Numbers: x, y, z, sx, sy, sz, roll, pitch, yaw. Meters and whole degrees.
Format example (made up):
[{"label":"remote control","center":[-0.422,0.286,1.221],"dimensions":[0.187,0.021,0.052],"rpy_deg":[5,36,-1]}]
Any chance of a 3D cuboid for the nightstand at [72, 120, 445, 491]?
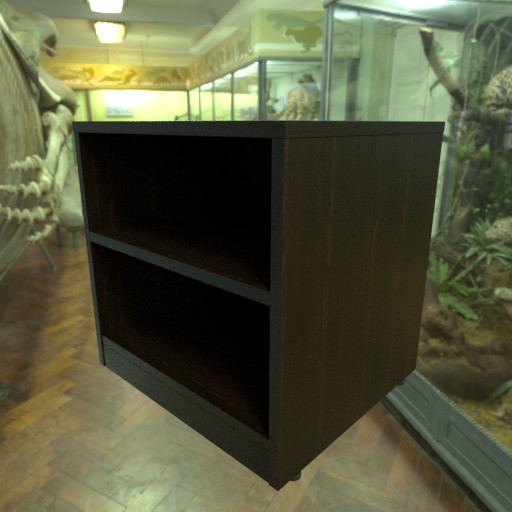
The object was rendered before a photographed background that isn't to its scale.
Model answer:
[{"label":"nightstand","center":[0.000,0.000,0.838],"dimensions":[0.489,0.487,0.427],"rpy_deg":[15,22,41]}]
